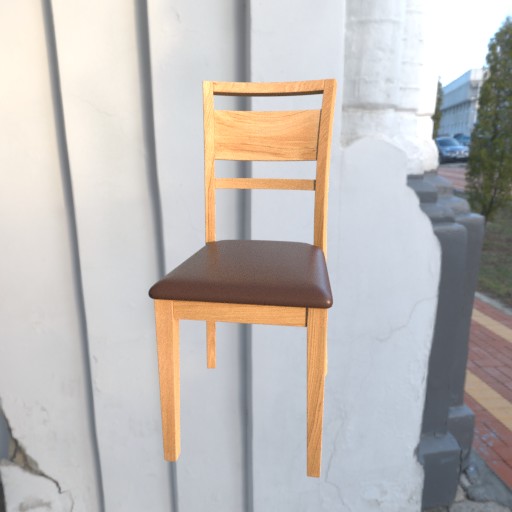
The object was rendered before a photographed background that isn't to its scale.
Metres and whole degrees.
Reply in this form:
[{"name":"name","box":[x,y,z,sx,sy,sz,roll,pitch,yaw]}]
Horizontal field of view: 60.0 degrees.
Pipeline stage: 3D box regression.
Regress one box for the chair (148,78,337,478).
[{"name":"chair","box":[0.000,0.000,1.198,0.420,0.940,0.545,2,15,8]}]
